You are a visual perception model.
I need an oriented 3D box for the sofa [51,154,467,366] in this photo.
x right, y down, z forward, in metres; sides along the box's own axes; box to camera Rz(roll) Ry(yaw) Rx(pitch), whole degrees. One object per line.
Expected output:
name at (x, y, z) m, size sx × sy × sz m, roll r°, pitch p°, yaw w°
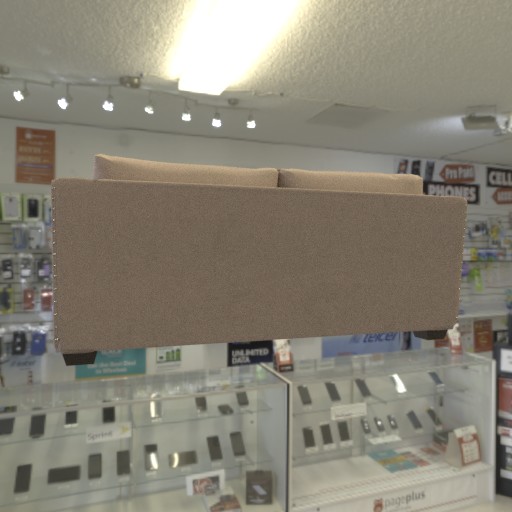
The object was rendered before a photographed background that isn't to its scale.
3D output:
sofa at (0.000, 0.000, 2.470) m, size 1.967 × 0.901 × 1.030 m, roll 0°, pitch 0°, yaw -18°
